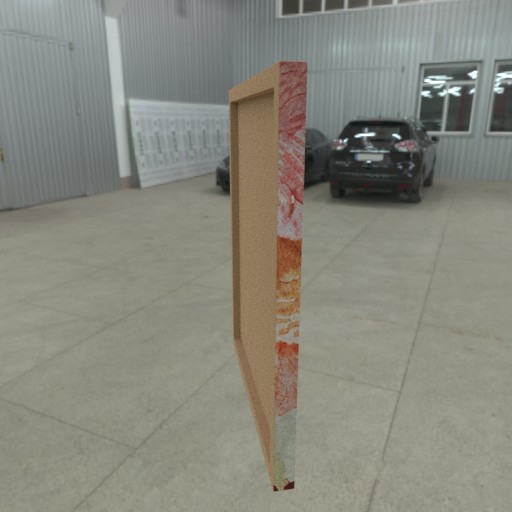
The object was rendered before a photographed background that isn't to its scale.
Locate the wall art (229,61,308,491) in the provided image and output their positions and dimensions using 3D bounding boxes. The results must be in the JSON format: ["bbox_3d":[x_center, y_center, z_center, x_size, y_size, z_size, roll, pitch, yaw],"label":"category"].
[{"bbox_3d":[0.000,0.000,0.687,0.028,0.508,0.406,-3,17,-10],"label":"wall art"}]
